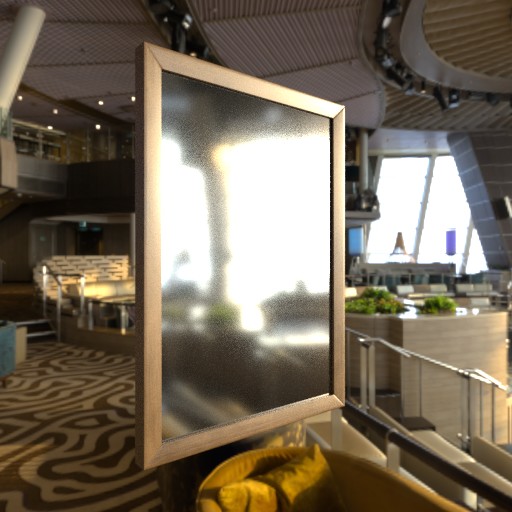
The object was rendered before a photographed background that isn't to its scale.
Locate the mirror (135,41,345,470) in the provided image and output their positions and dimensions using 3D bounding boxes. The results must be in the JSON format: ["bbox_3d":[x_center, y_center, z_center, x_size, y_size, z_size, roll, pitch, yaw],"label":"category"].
[{"bbox_3d":[0.000,0.000,0.906,0.507,0.710,0.040,0,0,-39],"label":"mirror"}]
